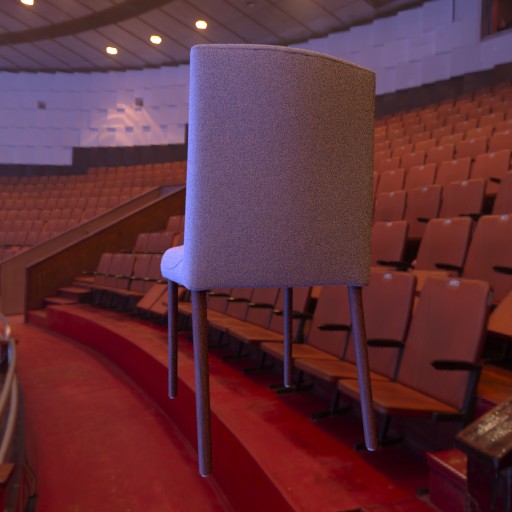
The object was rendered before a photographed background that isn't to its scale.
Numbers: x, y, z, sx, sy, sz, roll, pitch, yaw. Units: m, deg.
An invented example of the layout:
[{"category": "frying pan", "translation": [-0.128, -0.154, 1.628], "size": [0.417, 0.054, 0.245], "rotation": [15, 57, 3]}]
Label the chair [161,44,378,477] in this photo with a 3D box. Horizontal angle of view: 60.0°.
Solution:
[{"category": "chair", "translation": [0.000, 0.000, 1.174], "size": [0.456, 0.859, 0.570], "rotation": [0, 0, -18]}]
